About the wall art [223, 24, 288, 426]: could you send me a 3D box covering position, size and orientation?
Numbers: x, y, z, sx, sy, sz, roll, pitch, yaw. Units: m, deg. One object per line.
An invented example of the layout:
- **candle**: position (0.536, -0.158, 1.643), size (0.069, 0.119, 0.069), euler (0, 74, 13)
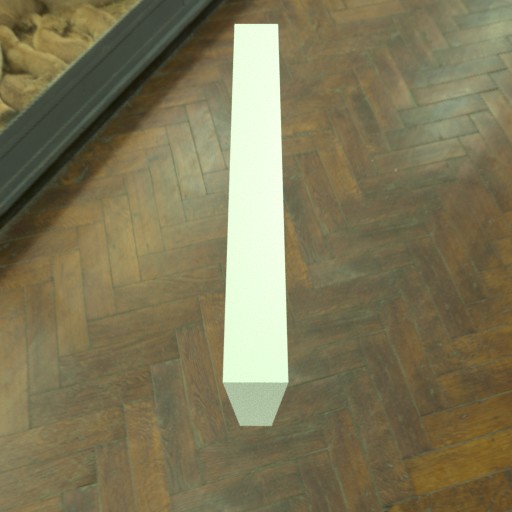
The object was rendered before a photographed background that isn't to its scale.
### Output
- **wall art**: position (0.000, 0.000, 0.457), size (0.038, 0.302, 0.305), euler (0, 65, 0)
